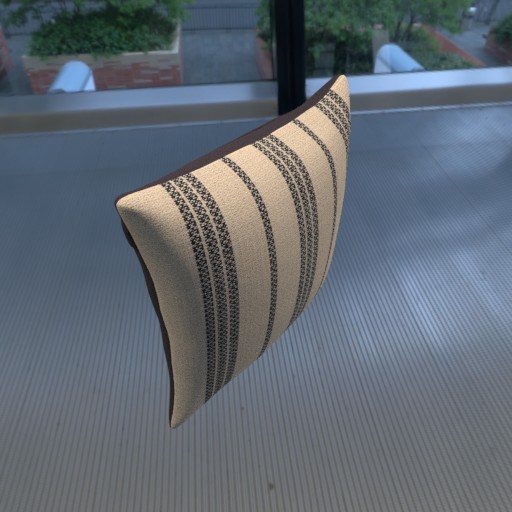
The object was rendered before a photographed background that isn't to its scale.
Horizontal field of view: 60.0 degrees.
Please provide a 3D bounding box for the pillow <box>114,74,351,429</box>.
[{"bbox_3d":[0.000,0.000,0.640,0.173,0.406,0.405,28,48,28],"label":"pillow"}]
